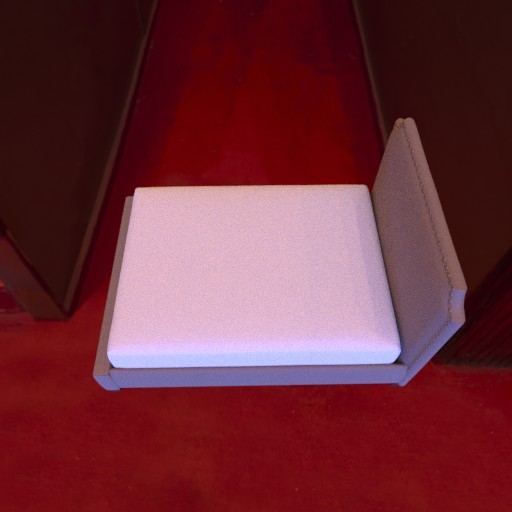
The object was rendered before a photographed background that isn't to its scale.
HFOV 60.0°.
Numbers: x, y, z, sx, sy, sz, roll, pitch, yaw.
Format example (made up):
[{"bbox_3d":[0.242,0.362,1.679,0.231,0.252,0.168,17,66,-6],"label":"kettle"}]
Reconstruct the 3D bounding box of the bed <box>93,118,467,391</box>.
[{"bbox_3d":[0.000,0.000,3.417,2.372,1.443,1.713,-1,57,-1],"label":"bed"}]
